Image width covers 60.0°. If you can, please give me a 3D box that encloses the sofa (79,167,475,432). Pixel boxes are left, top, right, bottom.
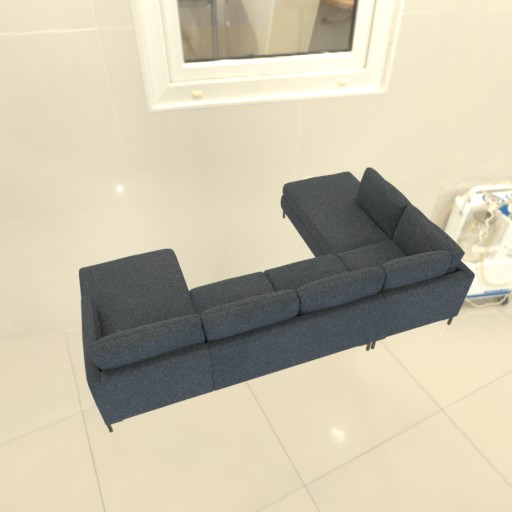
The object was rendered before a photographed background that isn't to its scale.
[{"bbox_3d":[0.000,0.000,3.884,2.956,0.813,2.007,-13,43,-15],"label":"sofa"}]
